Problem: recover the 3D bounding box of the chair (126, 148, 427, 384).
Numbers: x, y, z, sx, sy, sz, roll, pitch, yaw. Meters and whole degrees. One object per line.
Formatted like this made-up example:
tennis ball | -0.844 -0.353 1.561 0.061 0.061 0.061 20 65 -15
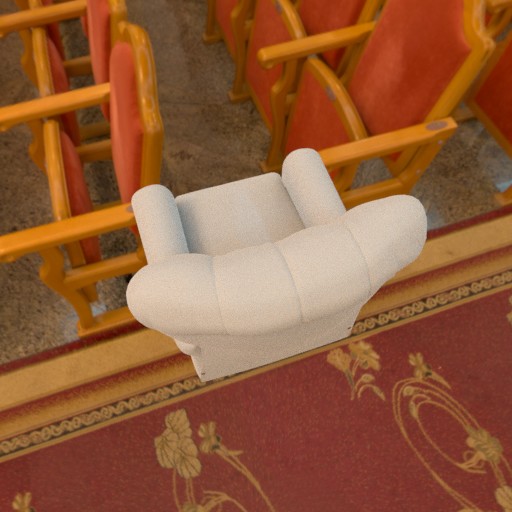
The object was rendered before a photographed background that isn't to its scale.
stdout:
chair | 0.000 0.000 2.113 1.090 1.217 1.128 -16 60 -9
